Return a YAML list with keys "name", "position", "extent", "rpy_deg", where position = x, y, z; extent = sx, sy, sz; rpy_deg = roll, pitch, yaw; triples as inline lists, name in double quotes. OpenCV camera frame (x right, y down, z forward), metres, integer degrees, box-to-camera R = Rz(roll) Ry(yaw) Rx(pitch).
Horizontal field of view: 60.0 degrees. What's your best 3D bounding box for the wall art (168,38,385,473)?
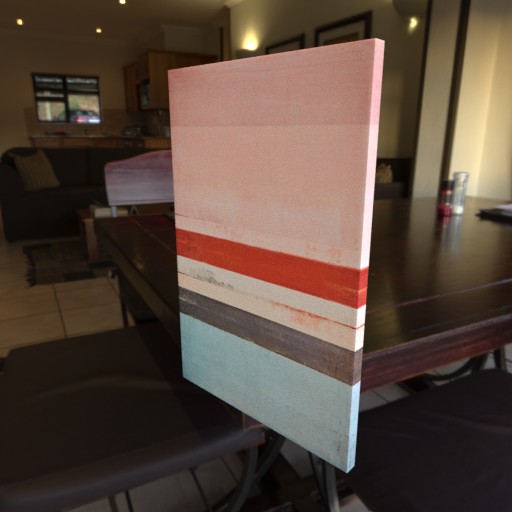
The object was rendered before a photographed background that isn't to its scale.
- name: "wall art"
  position: [0.000, 0.000, 1.112]
  extent: [0.610, 0.914, 0.038]
  rpy_deg: [14, 21, 41]
